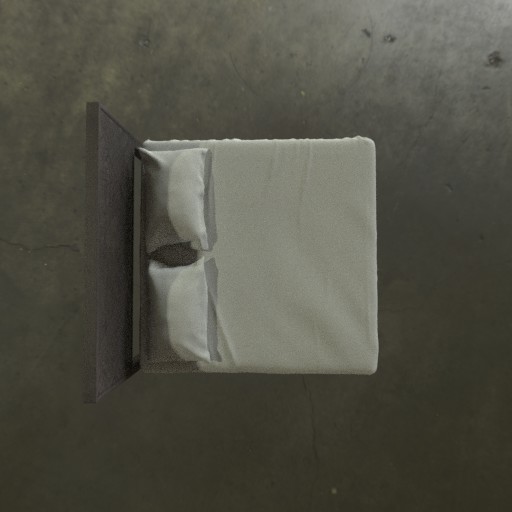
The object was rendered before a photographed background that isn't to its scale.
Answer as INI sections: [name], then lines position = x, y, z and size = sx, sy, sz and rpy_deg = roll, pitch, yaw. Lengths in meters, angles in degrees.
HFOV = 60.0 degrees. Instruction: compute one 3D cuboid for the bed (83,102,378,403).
[bed]
position = 0.000, 0.000, 2.893
size = 1.785, 1.142, 1.772
rpy_deg = 0, 88, 2
